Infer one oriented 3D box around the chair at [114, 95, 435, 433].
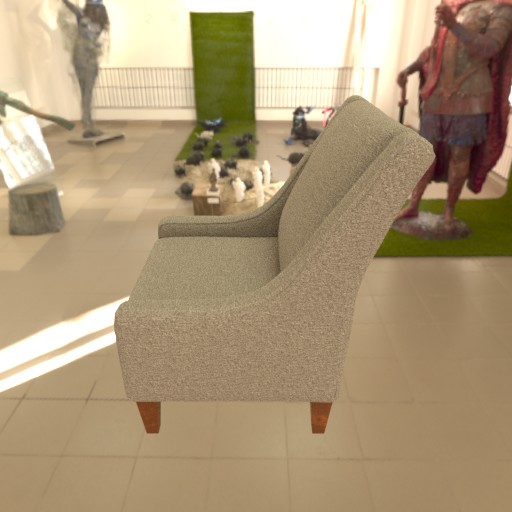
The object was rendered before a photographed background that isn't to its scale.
[{"bbox_3d":[0.000,0.000,1.603,0.870,1.016,0.774,0,27,0],"label":"chair"}]
